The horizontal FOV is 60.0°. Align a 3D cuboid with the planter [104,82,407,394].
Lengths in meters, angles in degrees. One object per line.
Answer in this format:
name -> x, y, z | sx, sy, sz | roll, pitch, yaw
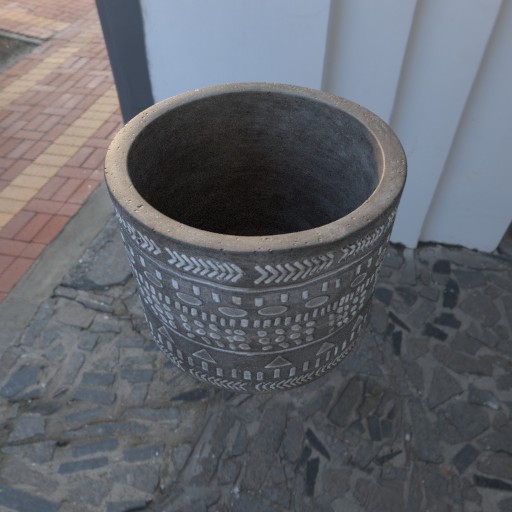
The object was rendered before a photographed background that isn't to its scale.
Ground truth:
planter -> 0.000, 0.000, 0.226 | 0.122, 0.128, 0.122 | 0, 46, 0
